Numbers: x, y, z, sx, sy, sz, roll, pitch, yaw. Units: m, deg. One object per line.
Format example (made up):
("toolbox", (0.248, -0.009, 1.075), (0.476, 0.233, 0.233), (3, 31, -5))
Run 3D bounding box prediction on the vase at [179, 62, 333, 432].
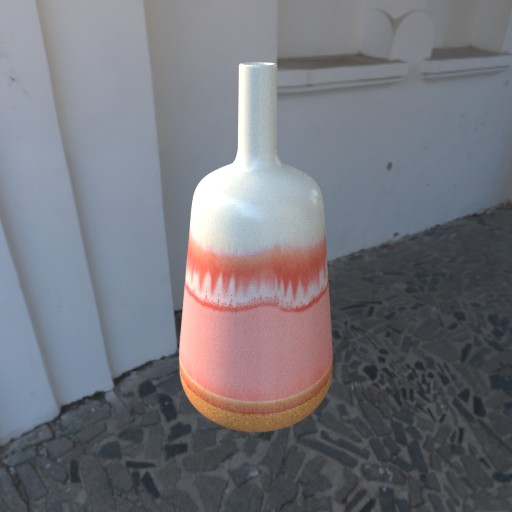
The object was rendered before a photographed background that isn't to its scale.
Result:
("vase", (0.000, 0.000, 0.372), (0.144, 0.296, 0.144), (0, 28, 0))
